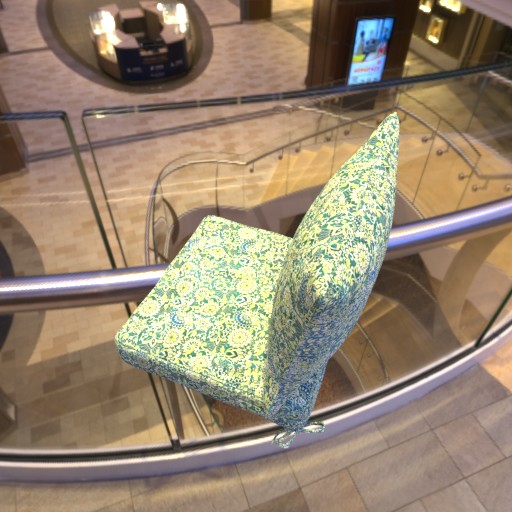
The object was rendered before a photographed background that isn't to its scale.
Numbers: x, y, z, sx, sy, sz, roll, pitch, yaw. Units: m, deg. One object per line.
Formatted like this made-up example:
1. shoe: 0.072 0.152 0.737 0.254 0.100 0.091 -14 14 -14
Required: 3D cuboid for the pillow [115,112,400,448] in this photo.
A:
1. pillow: 0.000 0.000 1.379 0.740 0.722 0.798 17 48 15
